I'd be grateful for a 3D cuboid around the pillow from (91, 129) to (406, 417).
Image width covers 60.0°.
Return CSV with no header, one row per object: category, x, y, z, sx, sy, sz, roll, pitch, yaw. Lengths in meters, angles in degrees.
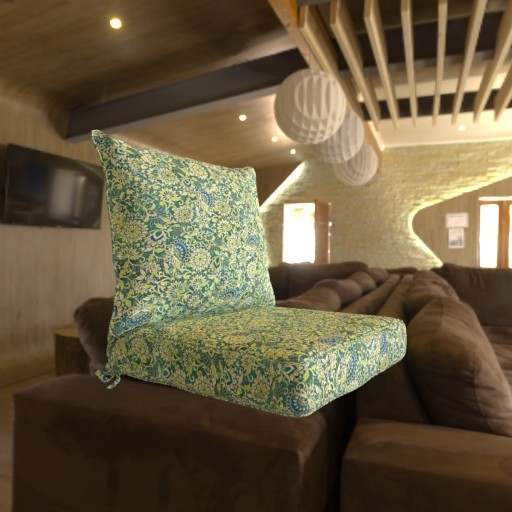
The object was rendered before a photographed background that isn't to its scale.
pillow,0.000,0.000,1.380,0.740,0.722,0.798,1,1,36
